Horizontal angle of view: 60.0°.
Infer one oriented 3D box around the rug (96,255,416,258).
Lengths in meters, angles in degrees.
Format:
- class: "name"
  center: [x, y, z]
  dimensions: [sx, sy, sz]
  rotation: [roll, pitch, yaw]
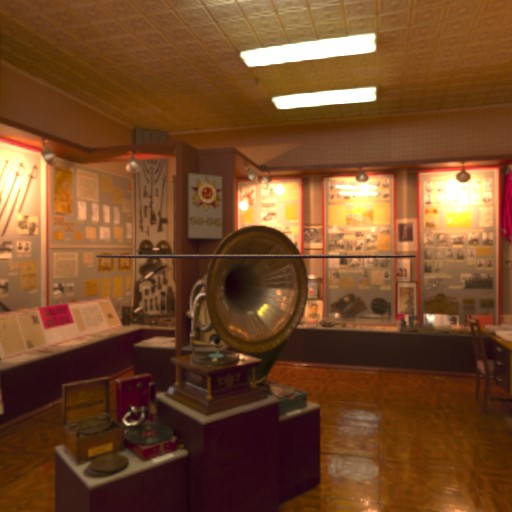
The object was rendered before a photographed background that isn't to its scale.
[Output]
- class: "rug"
  center: [0.000, 0.000, 2.345]
  dimensions: [1.591, 0.010, 1.591]
  rotation: [0, 0, 0]
